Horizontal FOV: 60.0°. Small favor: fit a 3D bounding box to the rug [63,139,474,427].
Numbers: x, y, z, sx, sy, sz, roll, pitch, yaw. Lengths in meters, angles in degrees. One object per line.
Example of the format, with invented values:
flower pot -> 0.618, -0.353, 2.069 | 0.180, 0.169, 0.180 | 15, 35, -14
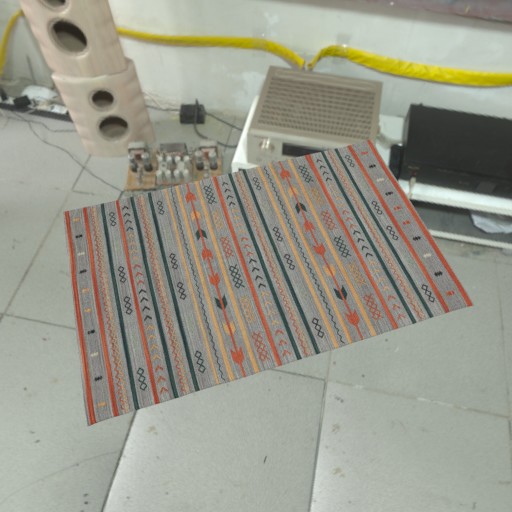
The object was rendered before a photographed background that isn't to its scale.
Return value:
rug -> 0.000, 0.000, 3.005 | 2.439, 0.029, 1.537 | -15, 60, -9
